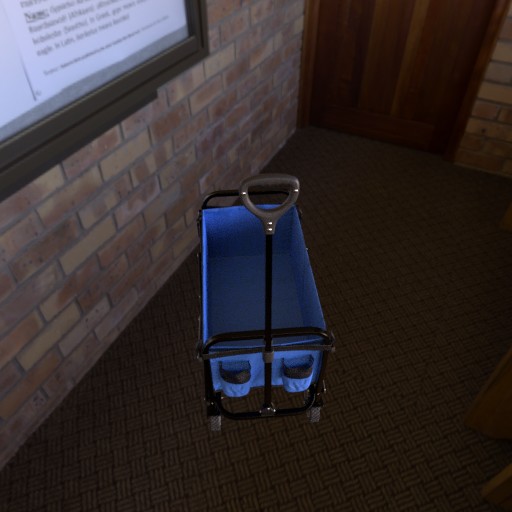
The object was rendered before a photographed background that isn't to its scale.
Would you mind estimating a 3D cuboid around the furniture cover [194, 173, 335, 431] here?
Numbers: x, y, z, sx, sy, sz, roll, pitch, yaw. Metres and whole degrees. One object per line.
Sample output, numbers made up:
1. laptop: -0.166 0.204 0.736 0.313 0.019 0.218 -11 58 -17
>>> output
1. furniture cover: 0.000 0.000 1.824 0.532 1.295 1.038 -4 44 -4
